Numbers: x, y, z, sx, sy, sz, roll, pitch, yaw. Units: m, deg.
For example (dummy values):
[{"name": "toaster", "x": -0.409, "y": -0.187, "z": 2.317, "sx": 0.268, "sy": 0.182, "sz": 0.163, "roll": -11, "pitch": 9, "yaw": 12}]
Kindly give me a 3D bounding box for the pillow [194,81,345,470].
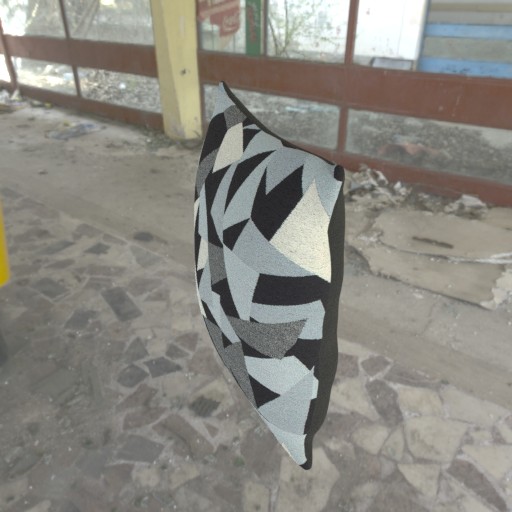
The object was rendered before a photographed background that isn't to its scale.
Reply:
[{"name": "pillow", "x": 0.000, "y": 0.000, "z": 0.762, "sx": 0.208, "sy": 0.496, "sz": 0.503, "roll": -9, "pitch": 32, "yaw": -15}]
